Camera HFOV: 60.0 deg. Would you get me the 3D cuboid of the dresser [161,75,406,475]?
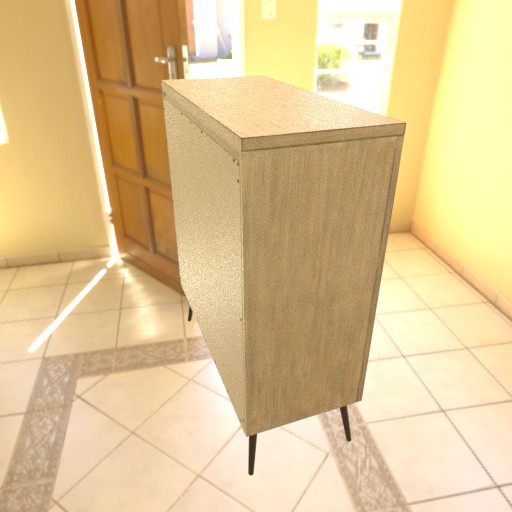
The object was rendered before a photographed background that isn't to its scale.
[{"bbox_3d":[0.000,0.000,1.776,0.457,1.219,1.016,-10,31,-18],"label":"dresser"}]
